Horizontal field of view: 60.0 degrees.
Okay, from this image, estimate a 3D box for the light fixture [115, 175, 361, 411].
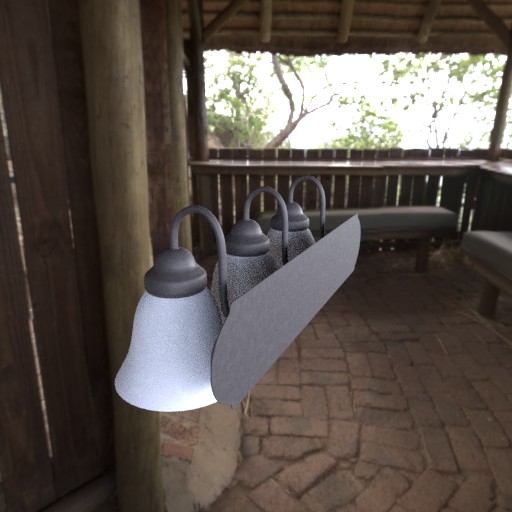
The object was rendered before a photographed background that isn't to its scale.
[{"bbox_3d":[0.000,0.000,0.707,0.199,0.222,0.610,7,18,24],"label":"light fixture"}]
